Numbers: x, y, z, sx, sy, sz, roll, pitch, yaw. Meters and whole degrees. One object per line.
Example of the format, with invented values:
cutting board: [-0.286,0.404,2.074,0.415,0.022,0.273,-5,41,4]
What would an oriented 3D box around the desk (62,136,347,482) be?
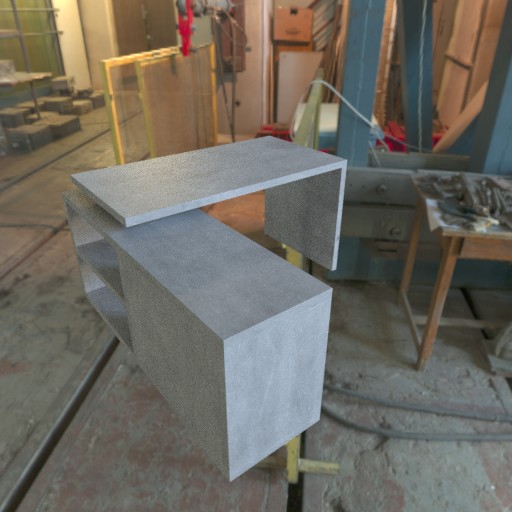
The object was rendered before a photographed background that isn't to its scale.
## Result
desk: [0.000,0.000,2.304,1.400,0.740,1.500,-21,35,-32]
